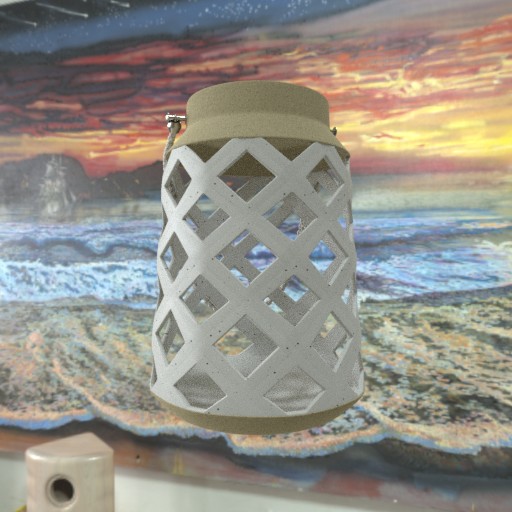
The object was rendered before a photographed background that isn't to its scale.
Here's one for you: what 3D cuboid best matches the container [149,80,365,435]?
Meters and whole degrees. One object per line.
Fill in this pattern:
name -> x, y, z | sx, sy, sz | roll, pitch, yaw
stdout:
container -> 0.000, 0.000, 0.346 | 0.163, 0.229, 0.172 | 0, 0, -17
